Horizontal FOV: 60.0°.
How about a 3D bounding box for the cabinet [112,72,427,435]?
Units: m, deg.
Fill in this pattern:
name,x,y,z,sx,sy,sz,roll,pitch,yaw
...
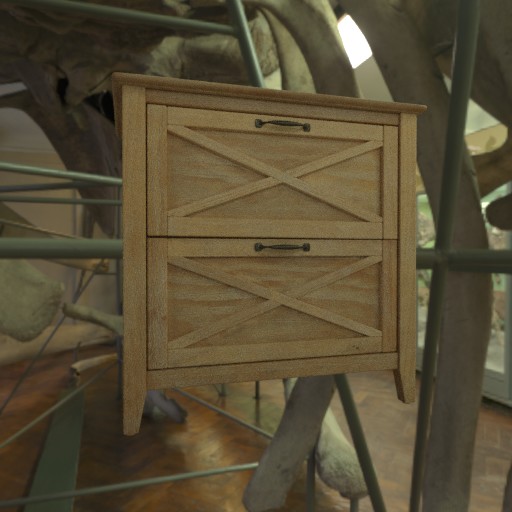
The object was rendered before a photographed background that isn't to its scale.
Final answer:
name,x,y,z,sx,sy,sz,roll,pitch,yaw
cabinet,0.000,0.000,1.256,0.763,0.762,0.503,0,1,-16
